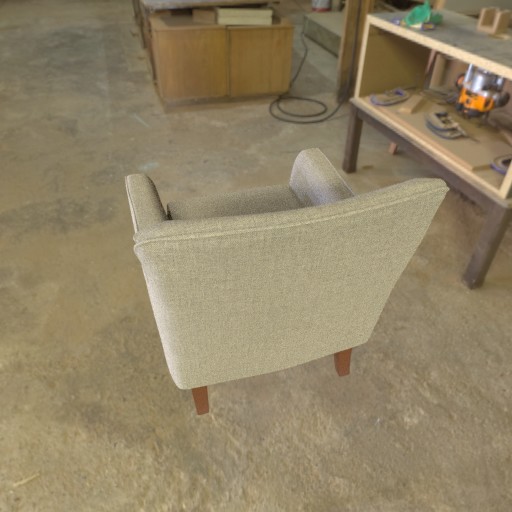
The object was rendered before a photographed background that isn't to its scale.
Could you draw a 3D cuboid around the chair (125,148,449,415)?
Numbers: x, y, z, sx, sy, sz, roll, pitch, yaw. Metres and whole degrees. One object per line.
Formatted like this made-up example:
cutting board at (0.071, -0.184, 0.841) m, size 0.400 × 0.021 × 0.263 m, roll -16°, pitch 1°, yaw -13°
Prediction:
chair at (0.000, 0.000, 1.755) m, size 0.887 × 1.047 × 0.993 m, roll -11°, pitch 41°, yaw -13°
